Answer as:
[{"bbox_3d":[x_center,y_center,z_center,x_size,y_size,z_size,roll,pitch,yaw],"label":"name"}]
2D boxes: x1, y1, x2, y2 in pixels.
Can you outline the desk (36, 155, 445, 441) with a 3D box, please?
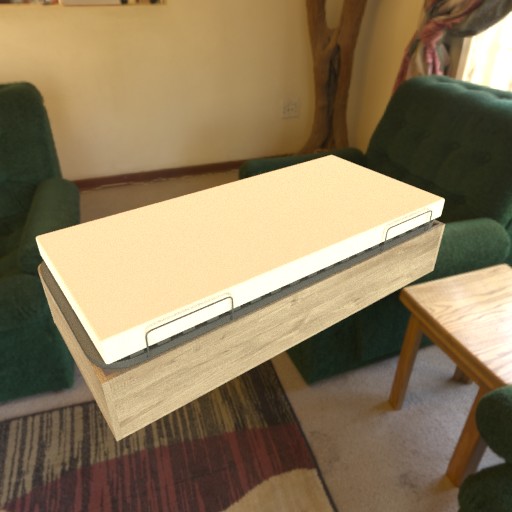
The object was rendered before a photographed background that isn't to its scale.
[{"bbox_3d":[0.000,0.000,2.272,1.900,0.455,0.900,-21,38,-30],"label":"desk"}]
